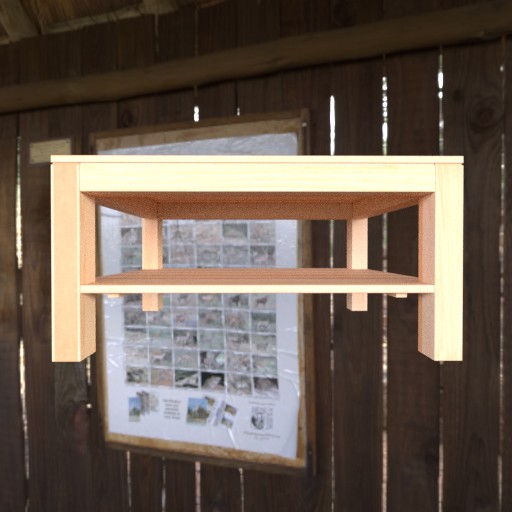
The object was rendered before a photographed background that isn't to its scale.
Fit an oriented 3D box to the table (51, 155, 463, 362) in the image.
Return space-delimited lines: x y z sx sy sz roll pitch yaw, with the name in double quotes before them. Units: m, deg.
"table" 0.000 0.000 1.418 0.900 0.450 0.900 0 1 -1
